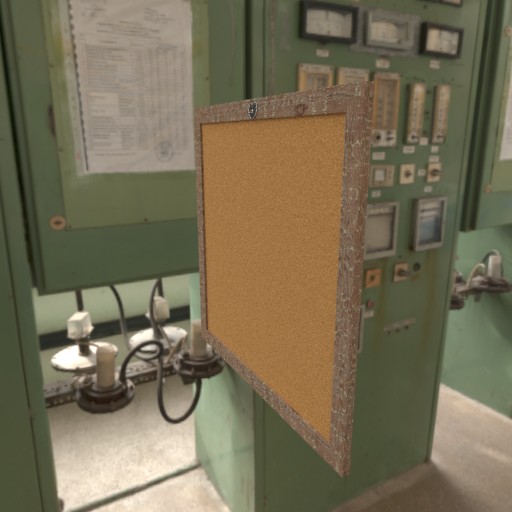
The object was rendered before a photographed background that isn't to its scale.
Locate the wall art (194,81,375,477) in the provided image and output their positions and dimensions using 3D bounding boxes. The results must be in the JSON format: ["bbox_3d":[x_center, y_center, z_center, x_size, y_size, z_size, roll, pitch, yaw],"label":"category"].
[{"bbox_3d":[0.000,0.000,0.574,0.012,0.384,0.384,-8,17,-28],"label":"wall art"}]
